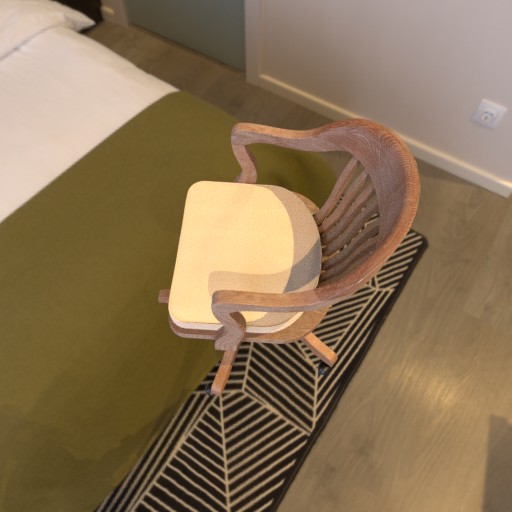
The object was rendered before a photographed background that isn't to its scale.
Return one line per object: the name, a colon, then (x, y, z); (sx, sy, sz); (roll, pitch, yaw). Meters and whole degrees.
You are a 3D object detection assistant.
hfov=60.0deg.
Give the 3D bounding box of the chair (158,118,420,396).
chair: (0.000, 0.000, 1.459); (0.788, 0.878, 0.750); (3, 60, 2)
